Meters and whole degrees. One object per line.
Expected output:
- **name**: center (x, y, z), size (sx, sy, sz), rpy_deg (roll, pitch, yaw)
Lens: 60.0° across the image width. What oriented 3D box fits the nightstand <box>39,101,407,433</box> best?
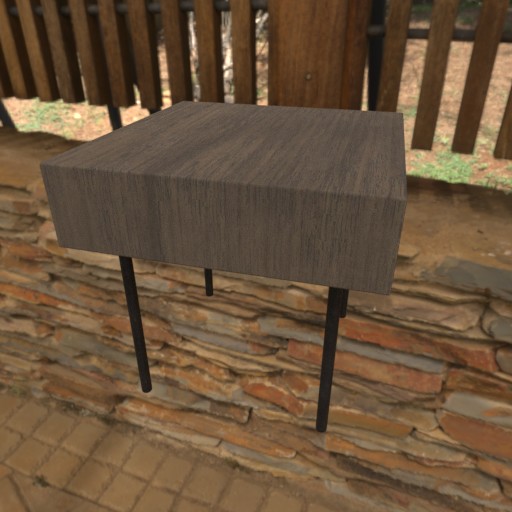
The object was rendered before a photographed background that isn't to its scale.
- **nightstand**: center (0.000, 0.000, 0.900), size (0.503, 0.497, 0.502), rpy_deg (8, 30, 14)
